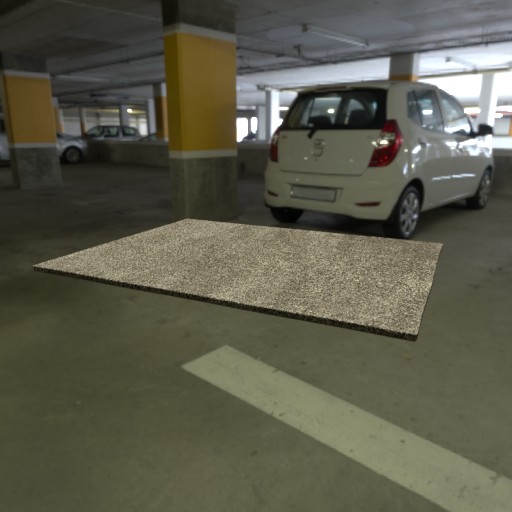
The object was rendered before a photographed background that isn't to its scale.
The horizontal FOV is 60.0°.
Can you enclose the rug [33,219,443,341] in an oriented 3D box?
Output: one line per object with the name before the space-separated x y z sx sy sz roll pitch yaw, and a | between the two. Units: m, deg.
rug | 0.000 0.000 2.130 1.601 0.025 1.198 7 17 24
